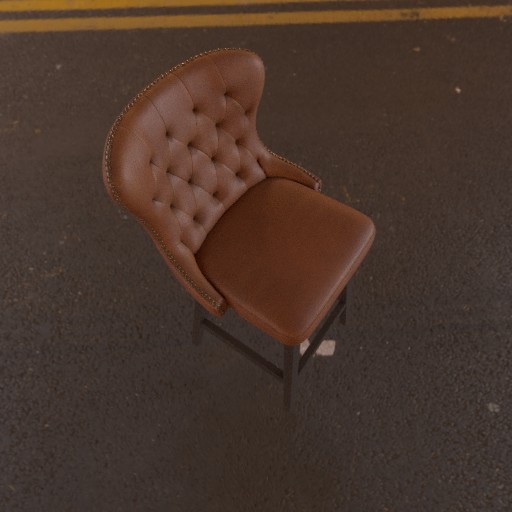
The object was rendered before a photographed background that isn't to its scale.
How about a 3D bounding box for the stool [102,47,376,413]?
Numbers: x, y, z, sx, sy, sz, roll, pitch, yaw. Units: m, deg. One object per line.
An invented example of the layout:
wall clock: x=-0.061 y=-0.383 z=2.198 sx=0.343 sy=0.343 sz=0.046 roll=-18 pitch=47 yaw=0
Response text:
stool: x=0.000 y=0.000 z=1.320 sx=0.593 sy=0.971 sz=0.528 roll=31 pitch=63 yaw=18
